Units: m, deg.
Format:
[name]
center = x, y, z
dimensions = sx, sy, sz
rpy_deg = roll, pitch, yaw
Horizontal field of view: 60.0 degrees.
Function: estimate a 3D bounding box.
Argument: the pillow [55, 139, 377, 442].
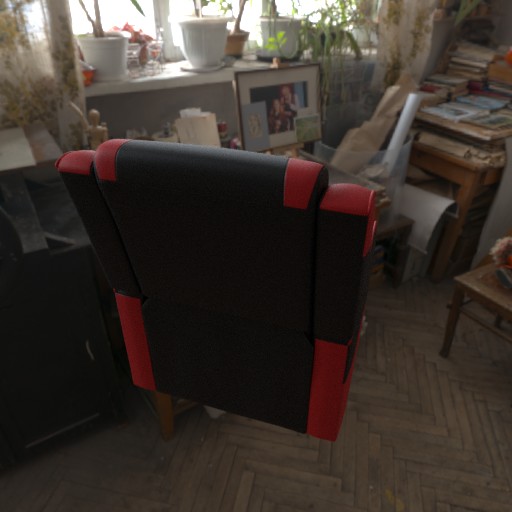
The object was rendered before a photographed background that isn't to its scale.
[pillow]
center = 0.000, 0.000, 1.236
dimensions = 0.620, 0.805, 0.672
rpy_deg = 10, 34, 16
